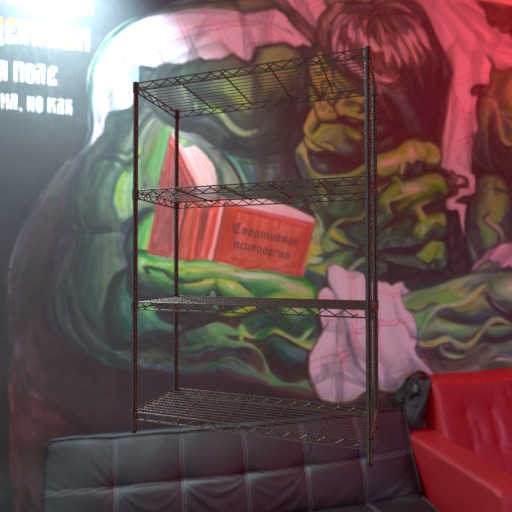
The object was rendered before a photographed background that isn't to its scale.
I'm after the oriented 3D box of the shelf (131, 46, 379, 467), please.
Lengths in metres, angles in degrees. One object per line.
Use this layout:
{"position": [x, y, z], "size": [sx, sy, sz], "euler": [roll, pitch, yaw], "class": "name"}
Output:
{"position": [0.000, 0.000, 1.737], "size": [0.907, 1.361, 0.352], "euler": [0, -1, 19], "class": "shelf"}
